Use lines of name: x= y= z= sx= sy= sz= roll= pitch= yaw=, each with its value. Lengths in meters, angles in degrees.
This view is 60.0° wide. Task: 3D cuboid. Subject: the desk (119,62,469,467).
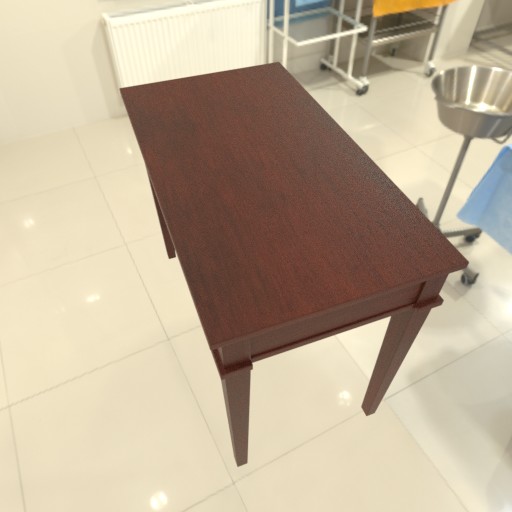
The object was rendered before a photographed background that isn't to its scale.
desk: x=0.000 y=0.000 z=1.429 sx=0.549 sy=0.762 sz=1.001 roll=-15 pitch=49 yaw=-14
